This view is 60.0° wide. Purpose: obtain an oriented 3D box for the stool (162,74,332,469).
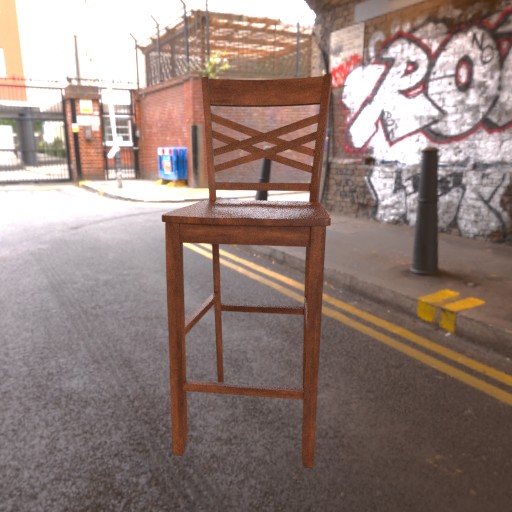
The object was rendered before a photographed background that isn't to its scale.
[{"bbox_3d":[0.000,0.000,1.365,0.433,1.105,0.487,2,14,8],"label":"stool"}]
